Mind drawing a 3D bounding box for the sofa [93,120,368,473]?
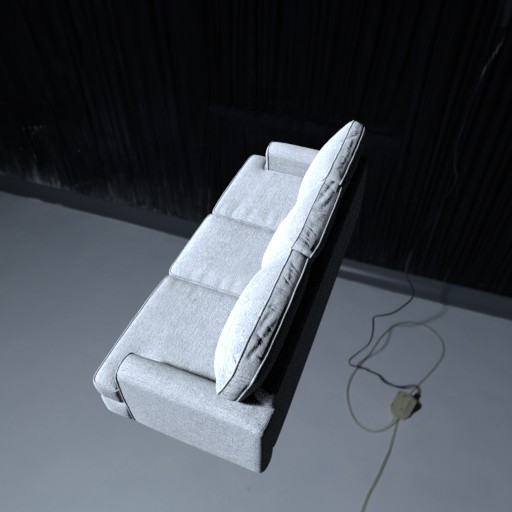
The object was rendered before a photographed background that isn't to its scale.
[{"bbox_3d":[0.000,0.000,2.740,0.951,0.965,2.158,16,48,15],"label":"sofa"}]
